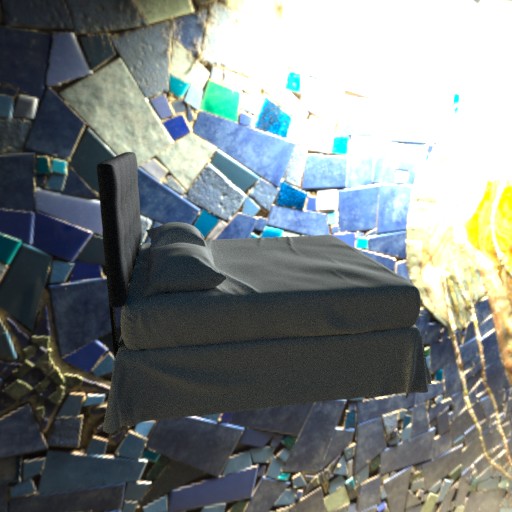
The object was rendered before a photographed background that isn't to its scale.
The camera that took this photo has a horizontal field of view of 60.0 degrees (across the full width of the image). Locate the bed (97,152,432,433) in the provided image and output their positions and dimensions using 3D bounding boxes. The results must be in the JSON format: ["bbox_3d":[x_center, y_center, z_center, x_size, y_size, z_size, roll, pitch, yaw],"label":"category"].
[{"bbox_3d":[0.000,0.000,3.538,2.222,1.577,1.936,-3,16,-10],"label":"bed"}]
